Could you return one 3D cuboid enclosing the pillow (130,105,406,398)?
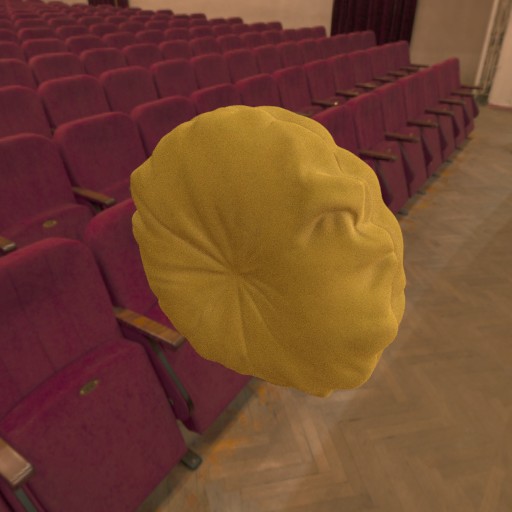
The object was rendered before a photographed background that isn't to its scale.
[{"bbox_3d":[0.000,0.000,0.629,0.428,0.407,0.148,18,35,28],"label":"pillow"}]
